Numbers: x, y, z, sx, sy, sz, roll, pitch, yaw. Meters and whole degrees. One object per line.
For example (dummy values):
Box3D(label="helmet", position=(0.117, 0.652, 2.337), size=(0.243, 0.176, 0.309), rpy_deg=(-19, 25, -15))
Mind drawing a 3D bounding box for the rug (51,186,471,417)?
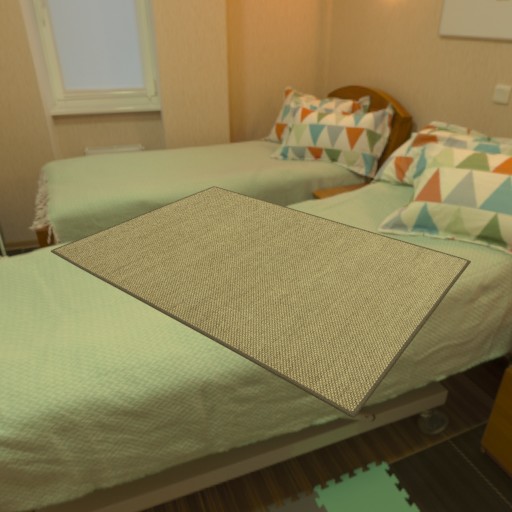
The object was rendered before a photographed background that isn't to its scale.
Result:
Box3D(label="rug", position=(0.000, 0.000, 2.748), size=(2.133, 0.012, 1.523), rpy_deg=(21, 35, 33))
